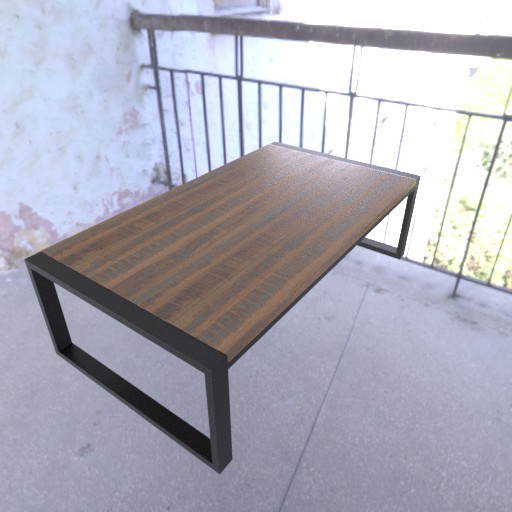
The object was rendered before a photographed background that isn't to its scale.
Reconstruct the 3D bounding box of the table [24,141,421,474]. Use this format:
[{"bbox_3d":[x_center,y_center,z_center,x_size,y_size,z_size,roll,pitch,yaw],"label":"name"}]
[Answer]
[{"bbox_3d":[0.000,0.000,1.718,0.750,0.400,1.350,22,39,30],"label":"table"}]
